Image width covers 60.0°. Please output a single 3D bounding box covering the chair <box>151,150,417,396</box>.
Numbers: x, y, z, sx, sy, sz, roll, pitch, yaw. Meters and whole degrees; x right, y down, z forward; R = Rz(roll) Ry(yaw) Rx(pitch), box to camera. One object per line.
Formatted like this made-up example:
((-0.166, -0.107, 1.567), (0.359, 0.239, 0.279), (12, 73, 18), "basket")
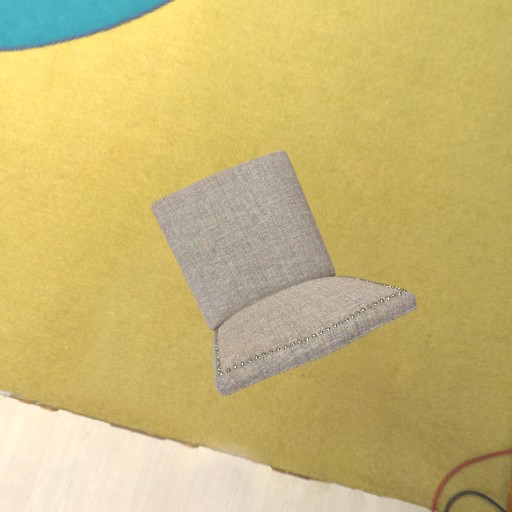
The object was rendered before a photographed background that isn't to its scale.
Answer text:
((0.000, 0.000, 1.384), (0.513, 1.016, 0.660), (-23, 78, -5), "chair")
